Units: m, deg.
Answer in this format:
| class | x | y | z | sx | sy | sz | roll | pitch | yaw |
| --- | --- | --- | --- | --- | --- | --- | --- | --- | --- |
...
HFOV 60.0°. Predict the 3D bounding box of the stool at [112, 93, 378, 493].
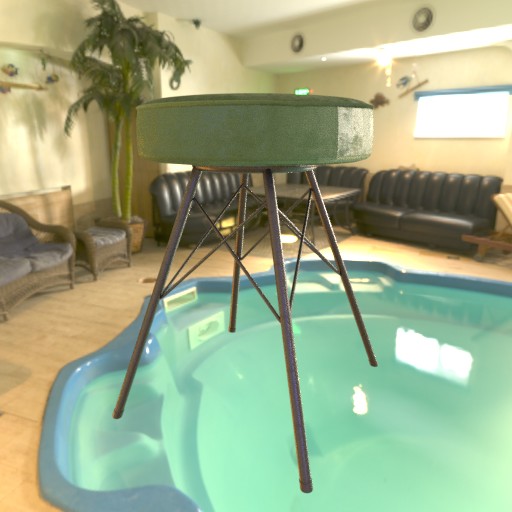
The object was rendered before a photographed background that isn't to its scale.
| class | x | y | z | sx | sy | sz | roll | pitch | yaw |
| --- | --- | --- | --- | --- | --- | --- | --- | --- | --- |
| stool | 0.000 | 0.000 | 0.892 | 0.430 | 0.595 | 0.457 | 8 | 17 | 27 |
